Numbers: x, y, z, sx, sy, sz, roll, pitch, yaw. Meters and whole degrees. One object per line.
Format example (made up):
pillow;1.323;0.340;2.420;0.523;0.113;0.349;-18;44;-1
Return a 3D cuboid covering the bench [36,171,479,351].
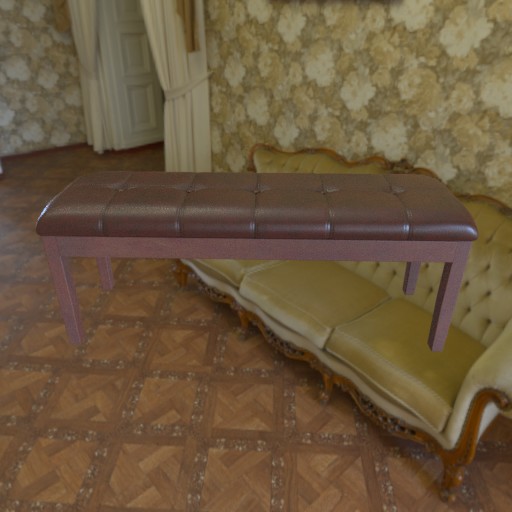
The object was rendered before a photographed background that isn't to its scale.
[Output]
bench;0.000;0.000;1.500;1.259;0.491;0.401;1;29;1
